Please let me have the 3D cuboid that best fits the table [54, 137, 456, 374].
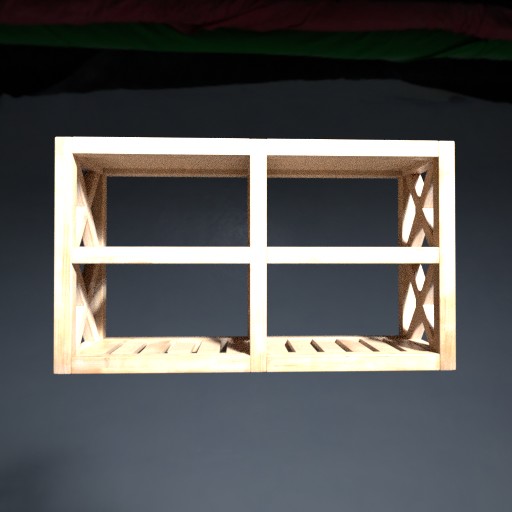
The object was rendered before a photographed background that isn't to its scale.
[{"bbox_3d":[0.000,0.000,1.634,1.320,0.762,0.381,0,-1,-2],"label":"table"}]
